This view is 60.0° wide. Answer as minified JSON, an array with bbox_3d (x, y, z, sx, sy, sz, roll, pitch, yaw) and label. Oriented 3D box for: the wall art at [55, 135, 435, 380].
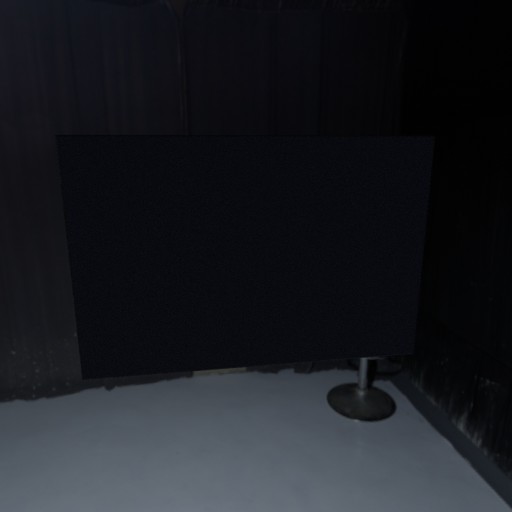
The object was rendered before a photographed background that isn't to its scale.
[{"bbox_3d":[0.000,0.000,0.774,0.610,0.406,0.037,-2,15,-9],"label":"wall art"}]
